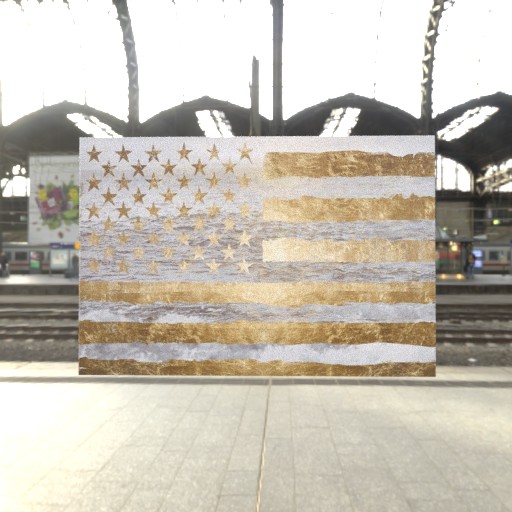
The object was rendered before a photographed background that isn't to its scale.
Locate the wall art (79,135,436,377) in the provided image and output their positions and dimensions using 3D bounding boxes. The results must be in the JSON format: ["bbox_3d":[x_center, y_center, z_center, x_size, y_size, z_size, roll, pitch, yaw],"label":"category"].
[{"bbox_3d":[0.000,0.000,0.772,0.606,0.407,0.041,0,-1,1],"label":"wall art"}]
